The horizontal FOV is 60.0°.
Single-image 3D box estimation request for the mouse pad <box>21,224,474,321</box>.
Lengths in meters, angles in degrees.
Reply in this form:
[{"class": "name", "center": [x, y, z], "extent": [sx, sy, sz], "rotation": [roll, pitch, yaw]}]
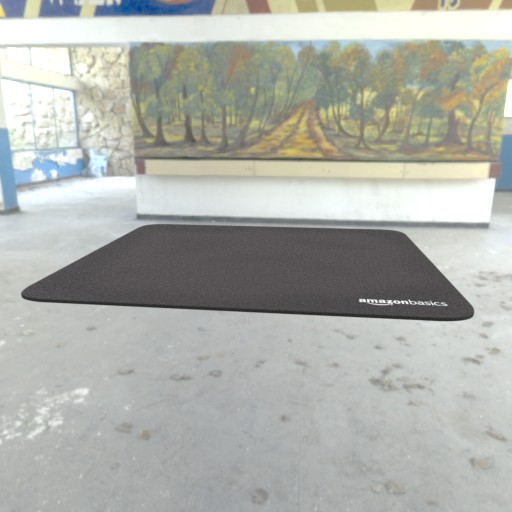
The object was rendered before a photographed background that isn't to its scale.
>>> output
[{"class": "mouse pad", "center": [0.000, 0.000, 0.328], "extent": [0.249, 0.002, 0.211], "rotation": [2, 15, 7]}]
